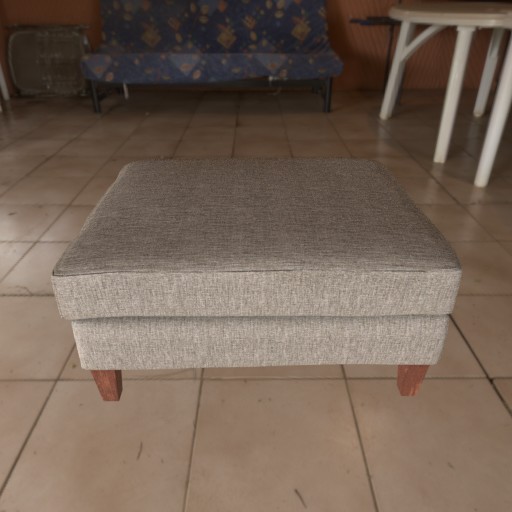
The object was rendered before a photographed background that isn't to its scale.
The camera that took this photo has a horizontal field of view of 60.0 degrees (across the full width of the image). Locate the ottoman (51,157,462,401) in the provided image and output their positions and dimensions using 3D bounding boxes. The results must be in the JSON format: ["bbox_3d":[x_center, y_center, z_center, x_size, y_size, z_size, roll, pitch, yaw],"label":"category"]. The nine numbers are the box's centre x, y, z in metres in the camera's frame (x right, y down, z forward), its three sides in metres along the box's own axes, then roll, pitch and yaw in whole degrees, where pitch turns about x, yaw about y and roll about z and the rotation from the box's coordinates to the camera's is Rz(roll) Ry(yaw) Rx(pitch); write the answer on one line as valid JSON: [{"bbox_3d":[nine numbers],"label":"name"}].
[{"bbox_3d":[0.000,0.000,1.472,0.994,0.492,0.839,-1,30,-1],"label":"ottoman"}]
